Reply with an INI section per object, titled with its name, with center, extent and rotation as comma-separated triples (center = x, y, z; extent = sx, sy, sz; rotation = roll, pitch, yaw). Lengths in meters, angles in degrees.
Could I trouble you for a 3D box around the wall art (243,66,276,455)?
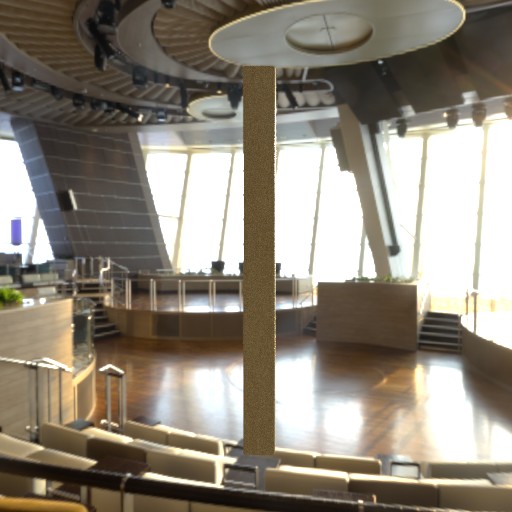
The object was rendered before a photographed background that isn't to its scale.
[wall art]
center = 0.000, 0.000, 0.700
extent = 0.032, 0.381, 0.533
rotation = 0, 1, -1
